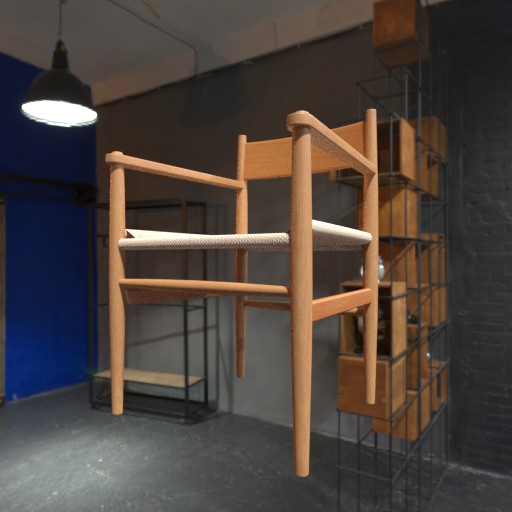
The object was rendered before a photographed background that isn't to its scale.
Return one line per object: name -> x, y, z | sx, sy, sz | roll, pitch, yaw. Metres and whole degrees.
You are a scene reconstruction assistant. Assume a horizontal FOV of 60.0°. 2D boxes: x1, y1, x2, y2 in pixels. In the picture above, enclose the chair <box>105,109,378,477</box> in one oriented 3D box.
chair -> 0.000, 0.000, 1.102 | 0.556, 0.762, 0.495 | 0, 0, 36
